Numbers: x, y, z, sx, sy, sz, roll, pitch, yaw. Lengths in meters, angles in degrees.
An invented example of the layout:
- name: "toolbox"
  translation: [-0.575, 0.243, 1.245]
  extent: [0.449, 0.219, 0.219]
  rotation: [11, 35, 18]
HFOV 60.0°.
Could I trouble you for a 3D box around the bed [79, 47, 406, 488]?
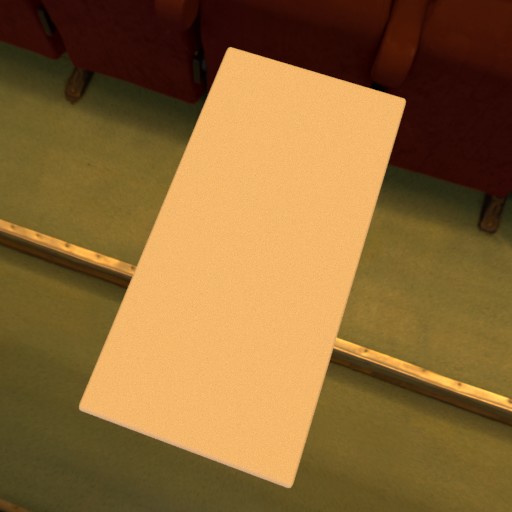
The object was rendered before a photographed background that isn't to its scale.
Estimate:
- name: "bed"
  translation: [0.000, 0.000, 2.341]
  extent: [0.961, 0.616, 1.902]
  rotation: [18, 77, 4]
